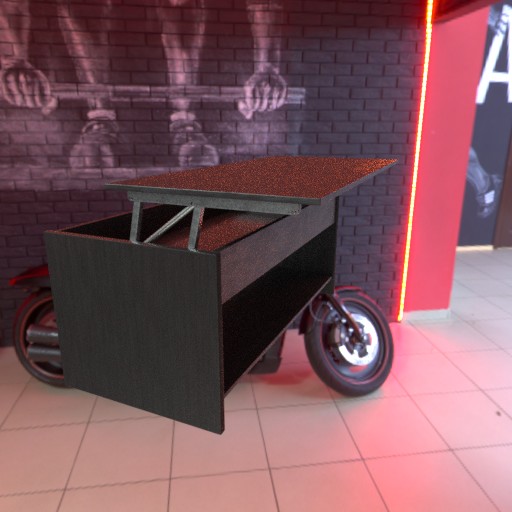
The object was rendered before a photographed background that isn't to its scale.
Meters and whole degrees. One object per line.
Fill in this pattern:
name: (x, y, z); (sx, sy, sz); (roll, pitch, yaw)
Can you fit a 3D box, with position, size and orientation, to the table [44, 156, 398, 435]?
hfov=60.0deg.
table: (0.000, 0.000, 1.444); (0.712, 0.570, 1.000); (7, 18, 24)
